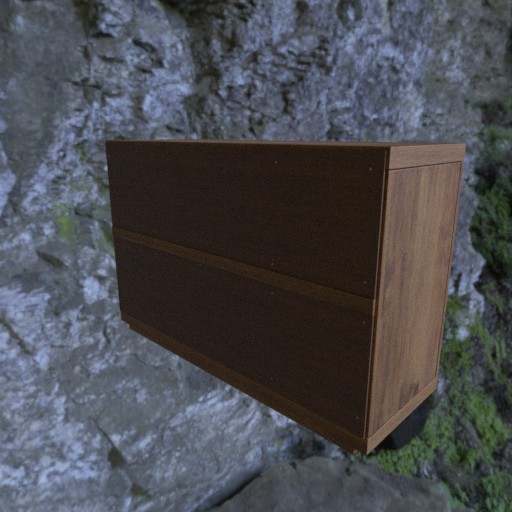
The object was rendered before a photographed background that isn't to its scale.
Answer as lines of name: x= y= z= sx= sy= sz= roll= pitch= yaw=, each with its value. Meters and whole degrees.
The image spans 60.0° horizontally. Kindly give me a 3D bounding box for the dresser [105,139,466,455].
dresser: x=0.000 y=0.000 z=1.650 sx=1.261 sy=0.825 sz=0.479 roll=15 pitch=21 yaw=42
